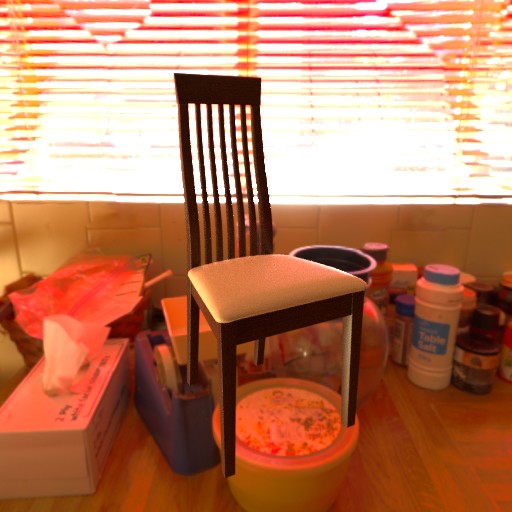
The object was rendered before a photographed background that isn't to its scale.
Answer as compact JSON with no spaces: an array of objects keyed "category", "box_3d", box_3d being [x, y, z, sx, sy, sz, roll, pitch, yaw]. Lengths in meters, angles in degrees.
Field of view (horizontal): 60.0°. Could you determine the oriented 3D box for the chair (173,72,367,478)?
[{"category":"chair","box_3d":[0.000,0.000,1.300,0.460,1.027,0.474,-9,19,-28]}]
